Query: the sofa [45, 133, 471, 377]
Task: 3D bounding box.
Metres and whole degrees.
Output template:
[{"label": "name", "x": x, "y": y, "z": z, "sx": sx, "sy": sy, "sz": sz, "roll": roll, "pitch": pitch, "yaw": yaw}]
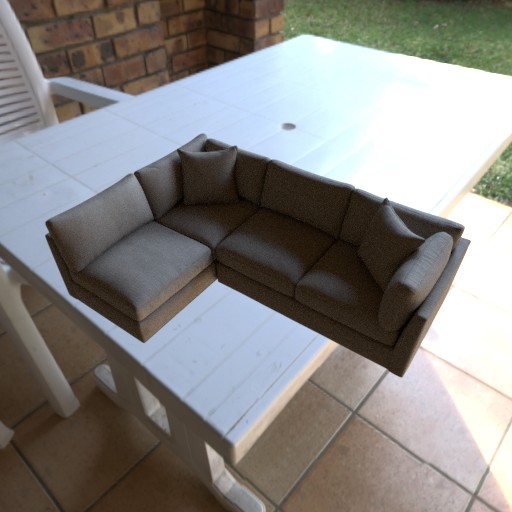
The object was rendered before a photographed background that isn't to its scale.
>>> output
[{"label": "sofa", "x": 0.000, "y": 0.000, "z": 3.749, "sx": 2.896, "sy": 0.978, "sz": 1.994, "roll": 25, "pitch": 47, "yaw": 26}]
